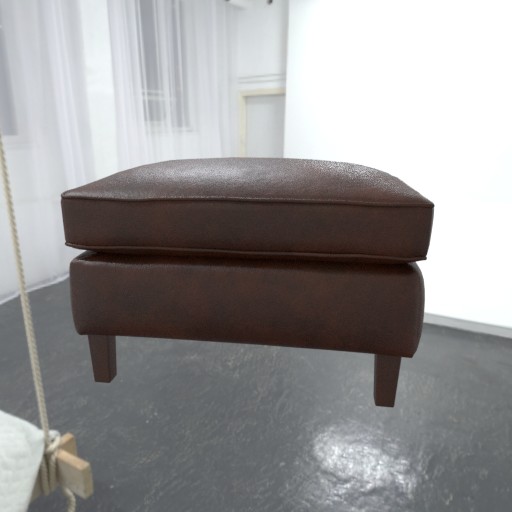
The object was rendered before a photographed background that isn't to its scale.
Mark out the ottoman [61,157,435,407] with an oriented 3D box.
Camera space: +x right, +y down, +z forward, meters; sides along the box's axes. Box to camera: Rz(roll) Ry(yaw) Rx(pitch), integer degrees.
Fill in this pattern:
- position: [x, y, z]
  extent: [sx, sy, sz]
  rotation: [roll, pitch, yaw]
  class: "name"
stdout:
- position: [0.000, 0.000, 1.001]
  extent: [0.665, 0.432, 0.501]
  rotation: [2, 16, 8]
  class: "ottoman"
